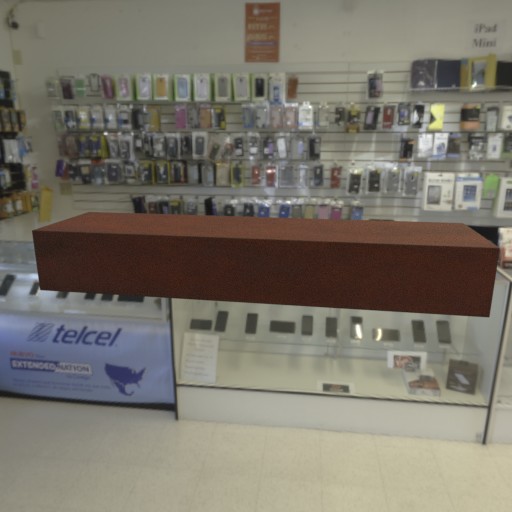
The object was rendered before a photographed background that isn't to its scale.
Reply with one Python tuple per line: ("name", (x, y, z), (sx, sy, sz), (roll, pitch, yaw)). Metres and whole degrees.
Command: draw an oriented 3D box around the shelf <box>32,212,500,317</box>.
("shelf", (0.000, 0.000, 0.652), (0.607, 0.088, 0.152), (3, 16, 9))
